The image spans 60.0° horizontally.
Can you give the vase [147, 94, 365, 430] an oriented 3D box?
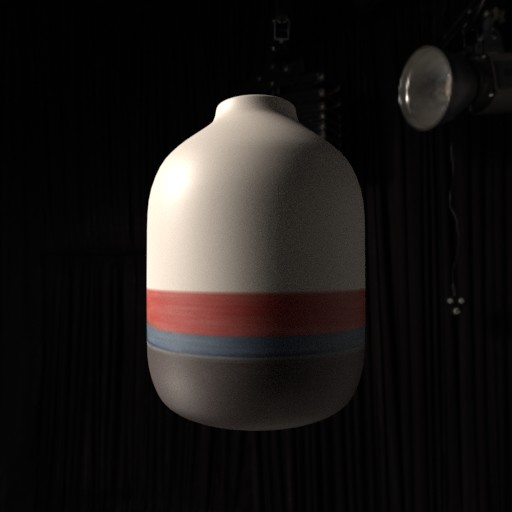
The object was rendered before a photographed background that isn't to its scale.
[{"bbox_3d":[0.000,0.000,0.354,0.169,0.237,0.169,0,-2,0],"label":"vase"}]
